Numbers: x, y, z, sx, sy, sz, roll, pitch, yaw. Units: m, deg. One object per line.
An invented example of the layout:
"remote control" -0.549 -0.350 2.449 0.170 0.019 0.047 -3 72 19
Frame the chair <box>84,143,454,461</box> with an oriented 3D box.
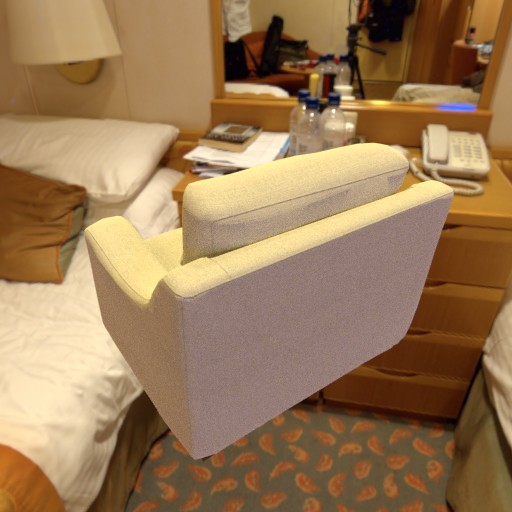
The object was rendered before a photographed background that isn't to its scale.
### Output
"chair" 0.000 0.000 1.904 1.178 1.016 1.009 -20 37 -30
